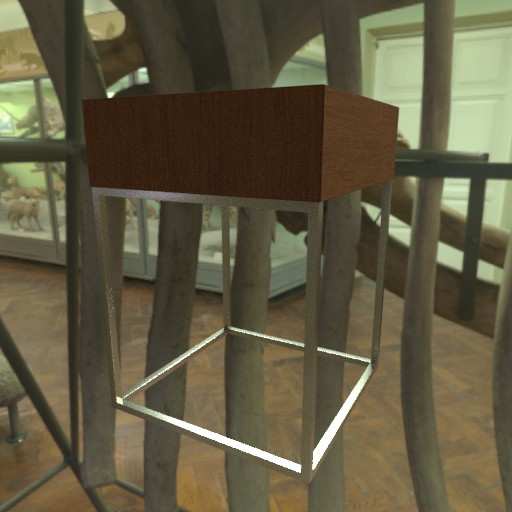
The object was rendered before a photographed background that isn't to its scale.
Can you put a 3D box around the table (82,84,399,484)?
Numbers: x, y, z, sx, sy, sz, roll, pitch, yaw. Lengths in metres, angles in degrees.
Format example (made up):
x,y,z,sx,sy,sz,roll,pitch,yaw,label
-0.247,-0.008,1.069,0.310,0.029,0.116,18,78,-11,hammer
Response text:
x,y,z,sx,sy,sz,roll,pitch,yaw,label
0.000,0.000,0.829,0.398,0.540,0.397,8,16,28,table
